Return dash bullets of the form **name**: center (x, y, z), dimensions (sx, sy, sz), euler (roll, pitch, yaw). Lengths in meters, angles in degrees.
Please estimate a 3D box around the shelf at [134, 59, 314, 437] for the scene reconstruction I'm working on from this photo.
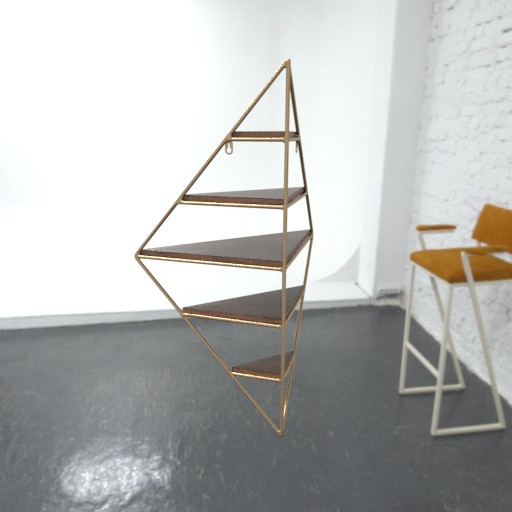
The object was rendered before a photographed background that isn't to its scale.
- **shelf**: center (0.000, 0.000, 1.158), dimensions (0.564, 0.913, 0.294), euler (-8, 17, -27)
